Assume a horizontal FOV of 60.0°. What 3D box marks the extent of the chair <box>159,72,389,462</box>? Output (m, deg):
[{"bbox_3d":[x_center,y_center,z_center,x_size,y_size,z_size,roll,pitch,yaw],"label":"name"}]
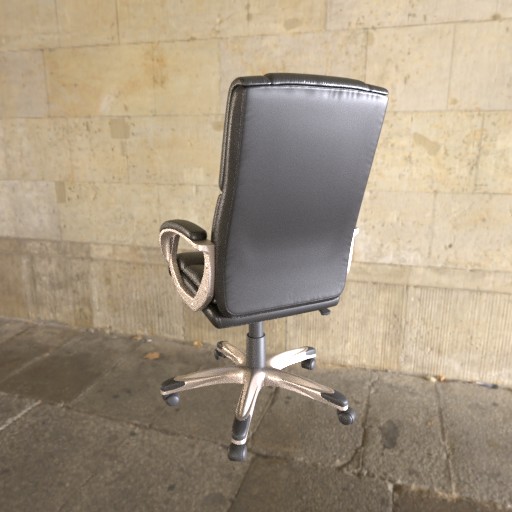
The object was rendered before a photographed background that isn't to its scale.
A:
[{"bbox_3d":[0.000,0.000,1.613,0.700,1.145,0.780,-7,16,-26],"label":"chair"}]
